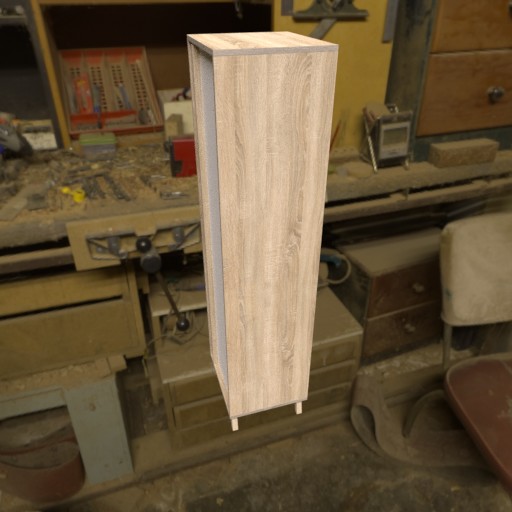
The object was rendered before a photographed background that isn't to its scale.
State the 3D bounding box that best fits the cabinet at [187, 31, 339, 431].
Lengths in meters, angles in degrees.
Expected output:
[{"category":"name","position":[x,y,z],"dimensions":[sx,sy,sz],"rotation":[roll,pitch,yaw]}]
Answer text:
[{"category":"cabinet","position":[0.000,0.000,2.221],"dimensions":[0.450,1.960,0.510],"rotation":[-9,33,-14]}]
